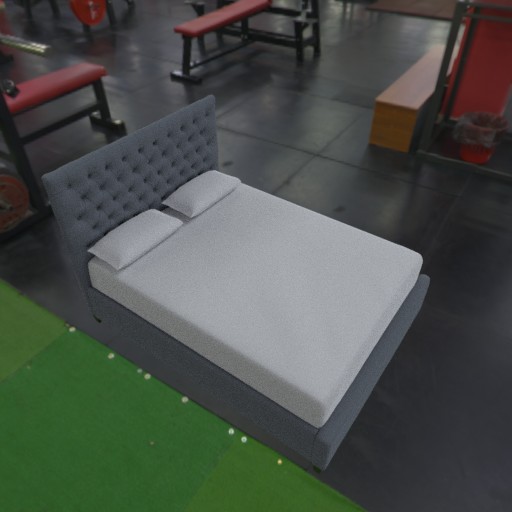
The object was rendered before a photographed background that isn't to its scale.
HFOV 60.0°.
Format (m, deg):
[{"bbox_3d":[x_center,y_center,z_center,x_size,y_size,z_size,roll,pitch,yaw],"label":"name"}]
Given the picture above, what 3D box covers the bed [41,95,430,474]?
[{"bbox_3d":[0.000,0.000,3.317,2.231,1.427,1.698,25,47,26],"label":"bed"}]
